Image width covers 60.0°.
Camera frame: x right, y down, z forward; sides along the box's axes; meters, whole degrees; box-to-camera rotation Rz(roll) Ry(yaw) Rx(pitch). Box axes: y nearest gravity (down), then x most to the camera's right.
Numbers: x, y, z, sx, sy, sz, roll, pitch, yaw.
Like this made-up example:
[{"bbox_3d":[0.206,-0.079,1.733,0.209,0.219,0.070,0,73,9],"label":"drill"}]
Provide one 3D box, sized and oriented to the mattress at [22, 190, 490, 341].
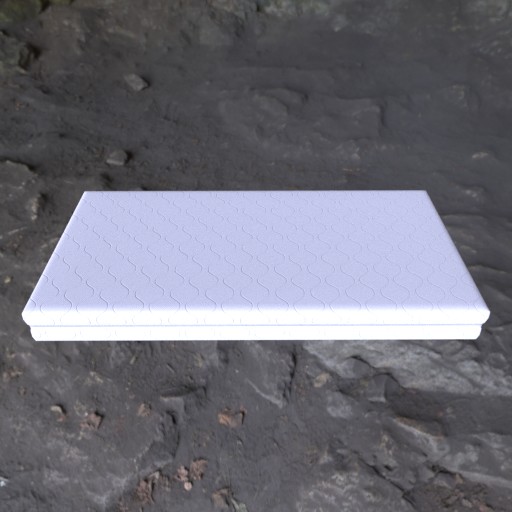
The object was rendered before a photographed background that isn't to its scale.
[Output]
[{"bbox_3d":[0.000,0.000,2.176,1.900,0.200,0.900,0,41,0],"label":"mattress"}]
